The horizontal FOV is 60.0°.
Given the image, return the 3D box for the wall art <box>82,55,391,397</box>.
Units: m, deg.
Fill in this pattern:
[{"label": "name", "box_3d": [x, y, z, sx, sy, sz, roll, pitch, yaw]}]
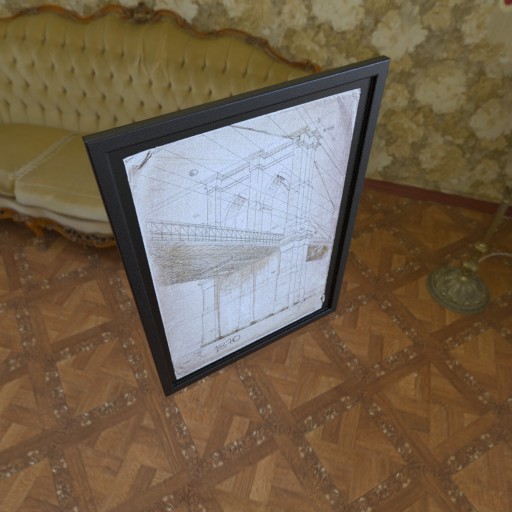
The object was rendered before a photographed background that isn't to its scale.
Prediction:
[{"label": "wall art", "box_3d": [0.000, 0.000, 0.853, 0.480, 0.657, 0.016, -23, 50, -20]}]
